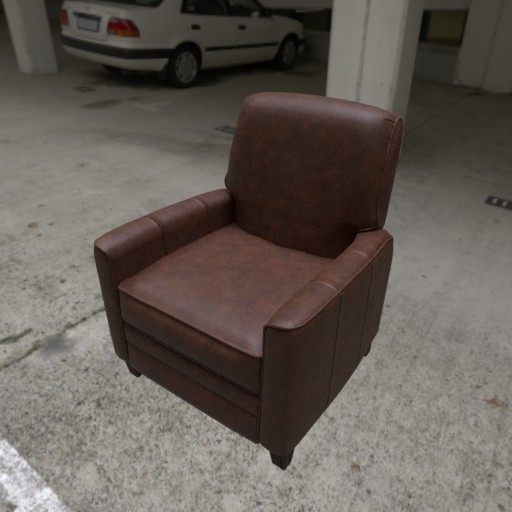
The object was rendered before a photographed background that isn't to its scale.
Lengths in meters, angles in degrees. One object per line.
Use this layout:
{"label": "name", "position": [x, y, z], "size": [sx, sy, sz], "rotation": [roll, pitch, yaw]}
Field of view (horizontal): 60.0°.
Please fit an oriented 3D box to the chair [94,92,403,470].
{"label": "chair", "position": [0.000, 0.000, 1.617], "size": [0.839, 1.010, 0.850], "rotation": [20, 35, 30]}
